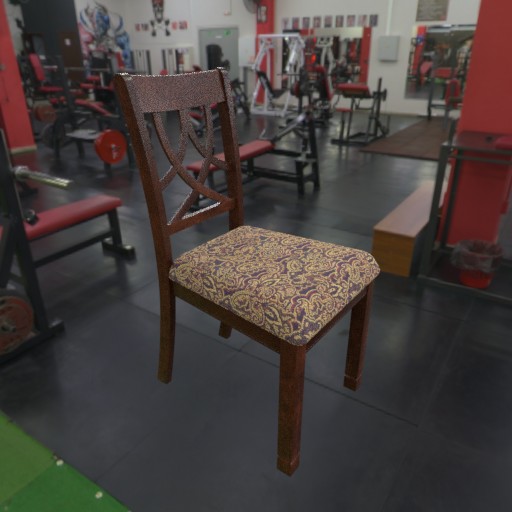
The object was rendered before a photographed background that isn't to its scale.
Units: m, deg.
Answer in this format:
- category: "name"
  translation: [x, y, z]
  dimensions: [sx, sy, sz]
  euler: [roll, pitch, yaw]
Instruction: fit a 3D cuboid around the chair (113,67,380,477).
- category: "chair"
  translation: [0.000, 0.000, 1.266]
  dimensions: [0.584, 0.965, 0.457]
  euler: [18, 31, 32]
